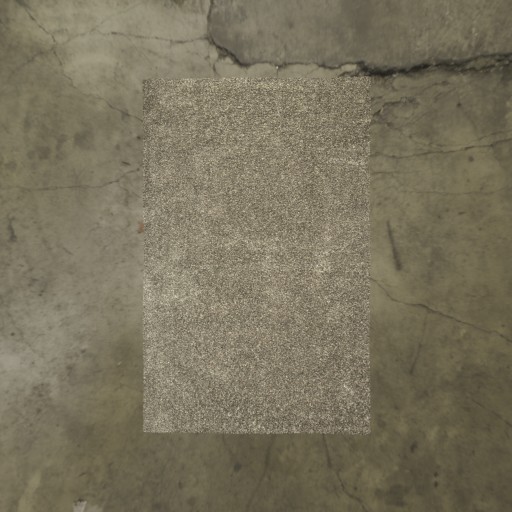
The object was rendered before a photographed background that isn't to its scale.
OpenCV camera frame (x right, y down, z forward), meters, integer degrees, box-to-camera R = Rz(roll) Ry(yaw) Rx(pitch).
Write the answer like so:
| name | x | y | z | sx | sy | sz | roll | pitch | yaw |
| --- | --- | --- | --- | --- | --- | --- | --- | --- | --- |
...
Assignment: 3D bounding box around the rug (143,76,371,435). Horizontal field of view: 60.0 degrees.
| name | x | y | z | sx | sy | sz | roll | pitch | yaw |
| --- | --- | --- | --- | --- | --- | --- | --- | --- | --- |
| rug | 0.000 | 0.000 | 2.929 | 1.502 | 0.025 | 2.350 | 0 | 90 | 1 |
